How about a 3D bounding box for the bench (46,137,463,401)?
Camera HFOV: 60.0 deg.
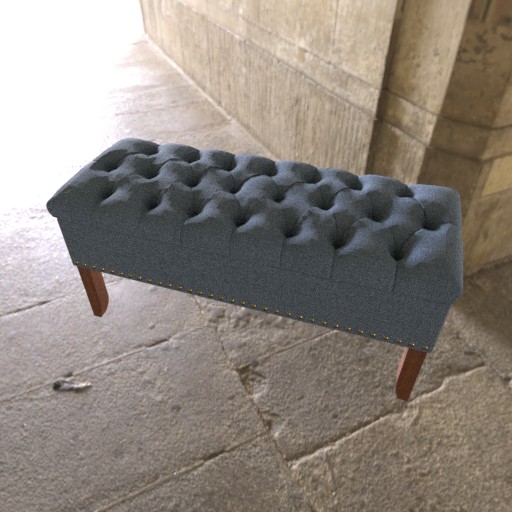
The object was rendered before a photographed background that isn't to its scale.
[{"bbox_3d":[0.000,0.000,1.331,1.052,0.492,0.417,12,42,14],"label":"bench"}]
